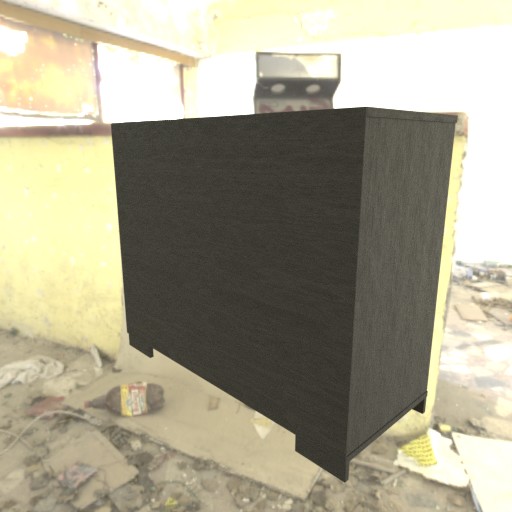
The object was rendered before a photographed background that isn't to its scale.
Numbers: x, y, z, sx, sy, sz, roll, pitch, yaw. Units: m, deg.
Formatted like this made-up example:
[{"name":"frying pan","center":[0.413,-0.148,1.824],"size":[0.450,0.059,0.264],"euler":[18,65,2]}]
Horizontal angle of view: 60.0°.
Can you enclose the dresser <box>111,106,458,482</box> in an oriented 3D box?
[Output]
[{"name":"dresser","center":[0.000,0.000,1.387],"size":[0.404,0.816,0.994],"euler":[-13,20,-42]}]
